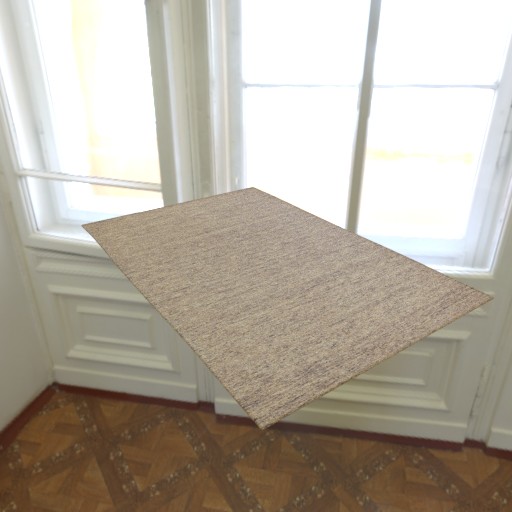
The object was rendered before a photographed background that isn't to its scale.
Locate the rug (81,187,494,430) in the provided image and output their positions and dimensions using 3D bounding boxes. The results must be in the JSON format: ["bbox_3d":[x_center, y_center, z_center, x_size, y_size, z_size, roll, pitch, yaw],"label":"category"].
[{"bbox_3d":[0.000,0.000,2.828,1.547,0.013,2.283,-18,32,-31],"label":"rug"}]
